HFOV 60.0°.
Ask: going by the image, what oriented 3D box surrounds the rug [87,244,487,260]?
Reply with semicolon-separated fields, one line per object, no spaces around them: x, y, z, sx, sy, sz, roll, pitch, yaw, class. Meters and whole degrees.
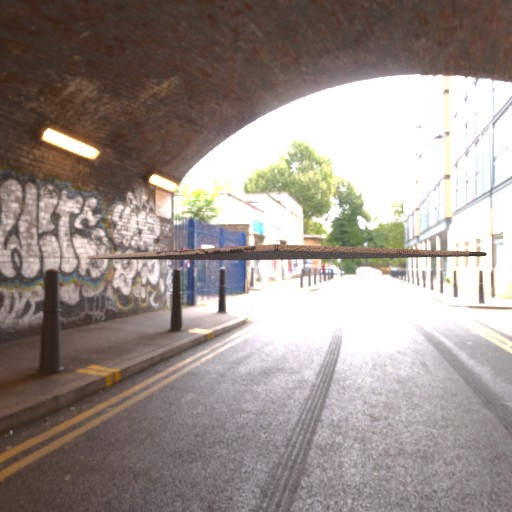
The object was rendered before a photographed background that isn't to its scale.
0.000;0.000;2.368;1.238;0.020;1.847;1;-2;-37;rug
